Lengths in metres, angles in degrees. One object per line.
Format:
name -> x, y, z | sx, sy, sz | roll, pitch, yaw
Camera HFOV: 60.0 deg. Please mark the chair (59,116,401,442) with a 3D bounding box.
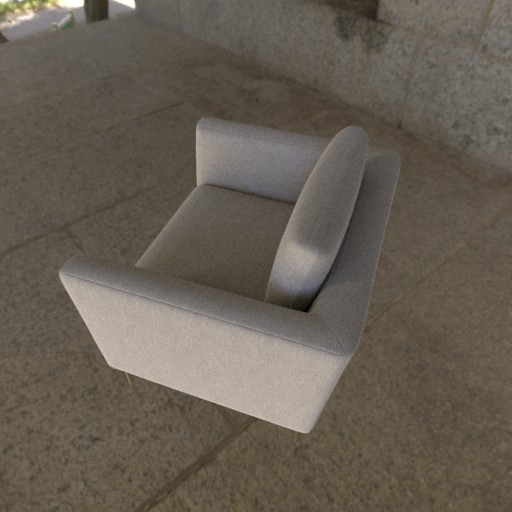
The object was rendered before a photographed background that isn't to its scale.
chair -> 0.000, 0.000, 1.711 | 0.889, 0.864, 1.041 | 14, 46, 14
